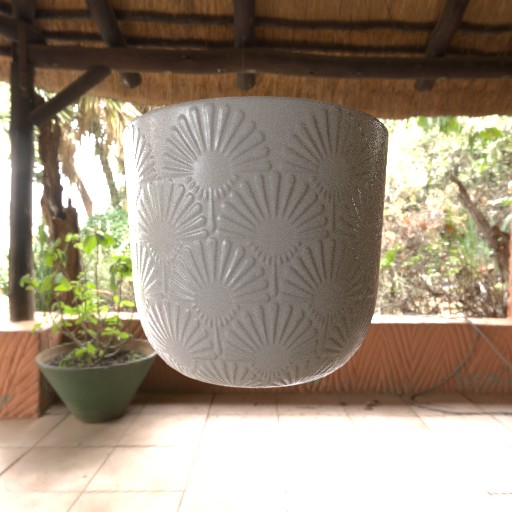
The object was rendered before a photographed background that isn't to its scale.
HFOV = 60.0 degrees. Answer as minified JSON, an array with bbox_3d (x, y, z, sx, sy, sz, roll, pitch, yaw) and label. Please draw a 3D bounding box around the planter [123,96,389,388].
[{"bbox_3d":[0.000,0.000,0.294,0.170,0.152,0.170,0,0,0],"label":"planter"}]
